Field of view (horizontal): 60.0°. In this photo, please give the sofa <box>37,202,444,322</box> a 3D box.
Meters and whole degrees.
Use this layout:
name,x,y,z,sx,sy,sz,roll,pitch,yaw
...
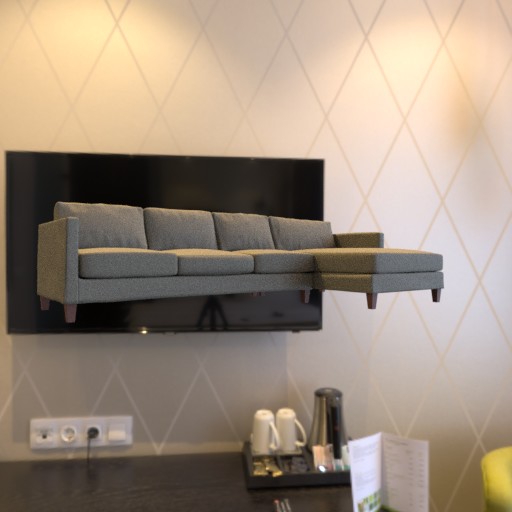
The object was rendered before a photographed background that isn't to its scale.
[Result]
name,x,y,z,sx,sy,sz,roll,pitch,yaw
sofa,0.000,0.000,3.839,3.186,0.861,1.625,0,0,-36
